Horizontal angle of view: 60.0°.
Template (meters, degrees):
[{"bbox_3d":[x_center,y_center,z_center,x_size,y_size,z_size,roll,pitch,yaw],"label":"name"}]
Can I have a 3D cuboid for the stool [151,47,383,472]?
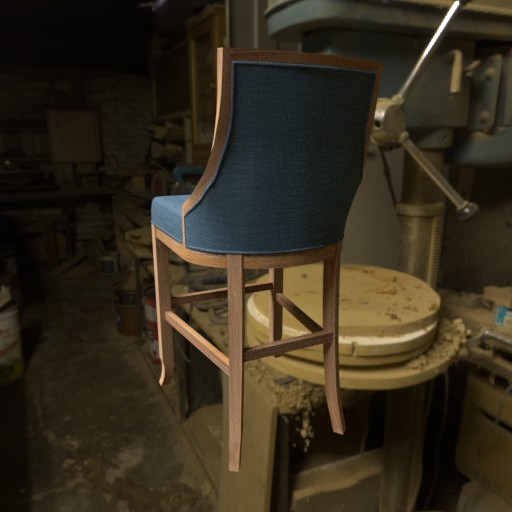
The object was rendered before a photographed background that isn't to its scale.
[{"bbox_3d":[0.000,0.000,1.407,0.524,1.101,0.626,-7,17,-25],"label":"stool"}]
